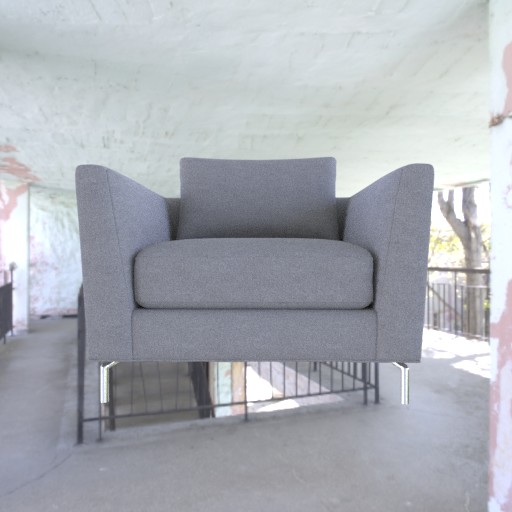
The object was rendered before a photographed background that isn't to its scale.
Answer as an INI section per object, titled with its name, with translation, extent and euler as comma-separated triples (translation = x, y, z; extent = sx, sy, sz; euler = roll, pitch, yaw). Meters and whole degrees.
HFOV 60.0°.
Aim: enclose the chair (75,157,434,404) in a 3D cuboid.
[chair]
translation = 0.000, 0.000, 1.691
extent = 1.041, 0.864, 0.889
euler = 0, 0, 1
